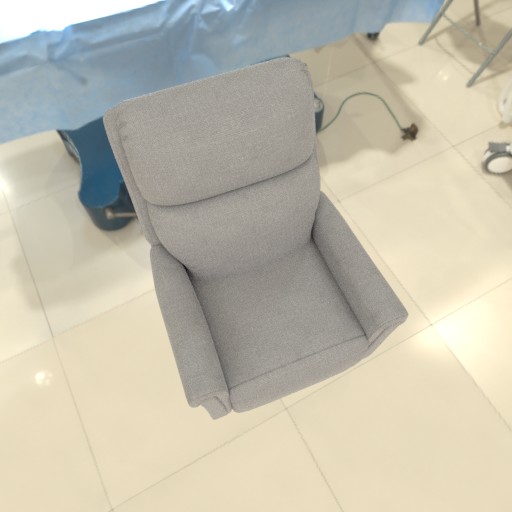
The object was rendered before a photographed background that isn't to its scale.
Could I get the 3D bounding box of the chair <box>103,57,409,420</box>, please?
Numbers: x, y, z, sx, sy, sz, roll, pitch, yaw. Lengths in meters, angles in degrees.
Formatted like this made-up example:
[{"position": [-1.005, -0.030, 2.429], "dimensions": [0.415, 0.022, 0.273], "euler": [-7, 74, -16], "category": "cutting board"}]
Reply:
[{"position": [0.000, 0.000, 1.755], "dimensions": [0.838, 1.054, 1.014], "euler": [-19, 65, -10], "category": "chair"}]
